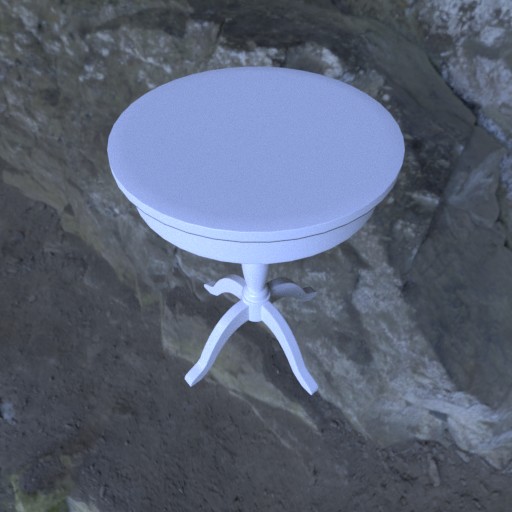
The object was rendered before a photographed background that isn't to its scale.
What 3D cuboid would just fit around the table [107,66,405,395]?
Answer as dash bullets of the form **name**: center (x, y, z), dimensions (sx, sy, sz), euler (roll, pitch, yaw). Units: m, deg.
- **table**: center (0.000, 0.000, 1.022), dimensions (0.513, 0.653, 0.513), euler (0, 47, 0)
